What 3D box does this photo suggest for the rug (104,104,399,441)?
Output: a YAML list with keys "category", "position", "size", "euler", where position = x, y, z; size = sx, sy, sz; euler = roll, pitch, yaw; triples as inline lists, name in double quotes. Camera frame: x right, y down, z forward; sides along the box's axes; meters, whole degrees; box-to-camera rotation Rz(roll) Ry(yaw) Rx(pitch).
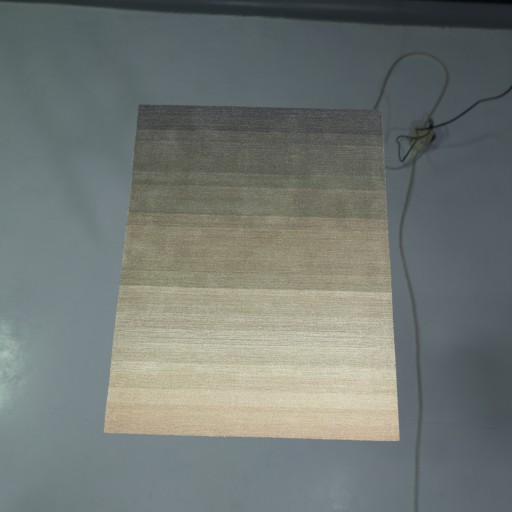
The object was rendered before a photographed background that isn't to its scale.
- category: "rug"
  position: [0.000, 0.000, 3.837]
  size: [2.315, 0.015, 2.932]
  euler: [1, 75, 0]
